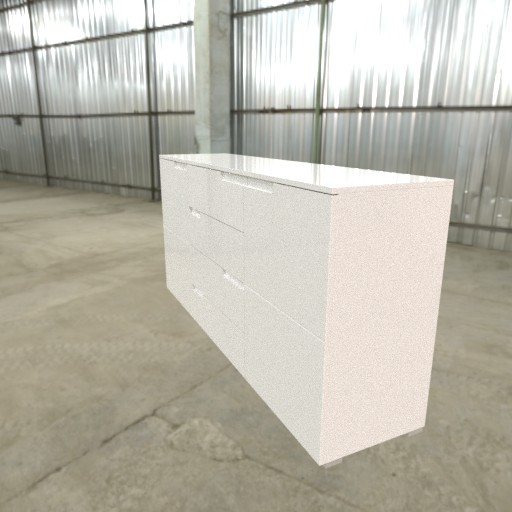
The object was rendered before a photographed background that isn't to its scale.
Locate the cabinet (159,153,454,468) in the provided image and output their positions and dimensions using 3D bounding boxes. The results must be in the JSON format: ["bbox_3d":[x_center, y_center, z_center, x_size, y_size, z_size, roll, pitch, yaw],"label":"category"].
[{"bbox_3d":[0.000,0.000,1.944,0.400,0.800,1.650,-7,17,-25],"label":"cabinet"}]
